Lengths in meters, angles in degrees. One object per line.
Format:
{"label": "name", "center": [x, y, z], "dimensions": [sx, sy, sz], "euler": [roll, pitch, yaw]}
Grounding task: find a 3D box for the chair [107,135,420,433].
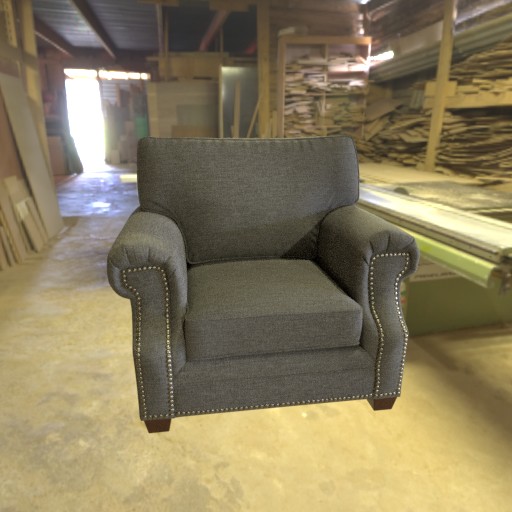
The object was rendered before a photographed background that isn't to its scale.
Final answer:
{"label": "chair", "center": [0.000, 0.000, 1.854], "dimensions": [1.092, 0.961, 0.965], "euler": [-3, 17, -8]}
